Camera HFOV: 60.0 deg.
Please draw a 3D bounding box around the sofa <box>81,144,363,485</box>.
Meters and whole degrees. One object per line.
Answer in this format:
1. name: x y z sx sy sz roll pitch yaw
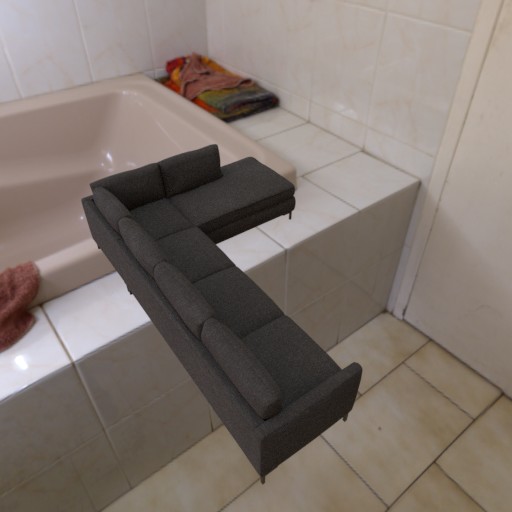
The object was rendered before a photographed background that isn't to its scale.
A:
1. sofa: 0.000 0.000 3.851 2.007 0.815 2.949 -25 47 -26
